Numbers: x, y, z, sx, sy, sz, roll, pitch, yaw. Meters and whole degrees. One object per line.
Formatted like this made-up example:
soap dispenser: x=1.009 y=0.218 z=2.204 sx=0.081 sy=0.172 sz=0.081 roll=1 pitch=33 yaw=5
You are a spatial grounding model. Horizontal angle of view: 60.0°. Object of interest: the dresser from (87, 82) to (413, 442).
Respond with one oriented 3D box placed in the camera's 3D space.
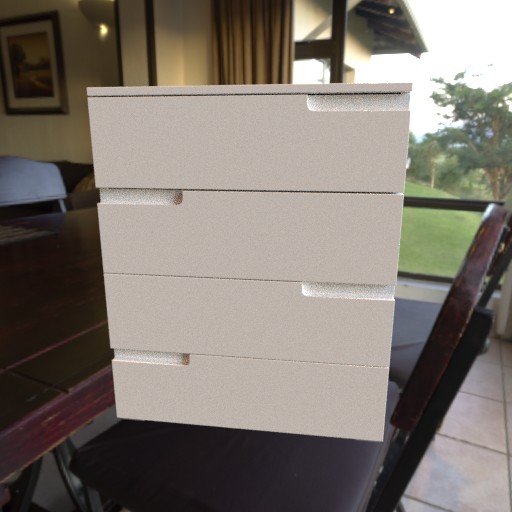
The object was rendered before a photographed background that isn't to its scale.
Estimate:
dresser: x=0.000 y=0.000 z=1.164 sx=0.650 sy=0.800 sz=0.400 roll=2 pitch=15 yaw=8
